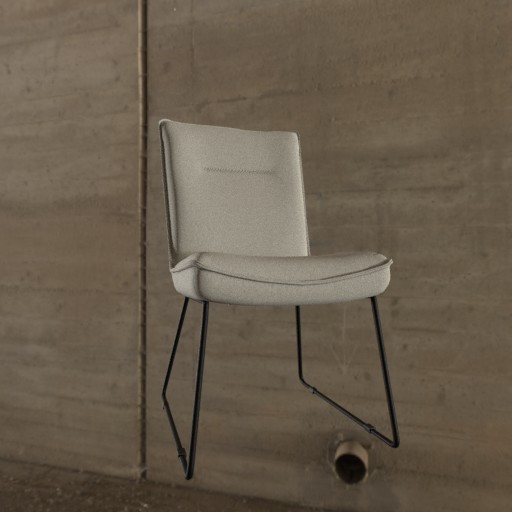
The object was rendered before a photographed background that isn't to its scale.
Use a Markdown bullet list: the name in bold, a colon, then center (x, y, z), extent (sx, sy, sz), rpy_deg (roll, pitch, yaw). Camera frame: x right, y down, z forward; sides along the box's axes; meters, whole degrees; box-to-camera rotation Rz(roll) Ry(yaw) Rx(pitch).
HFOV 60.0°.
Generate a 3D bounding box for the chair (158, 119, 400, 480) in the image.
- **chair**: center (0.000, 0.000, 1.298), extent (0.515, 0.930, 0.688), rpy_deg (0, 1, -17)
